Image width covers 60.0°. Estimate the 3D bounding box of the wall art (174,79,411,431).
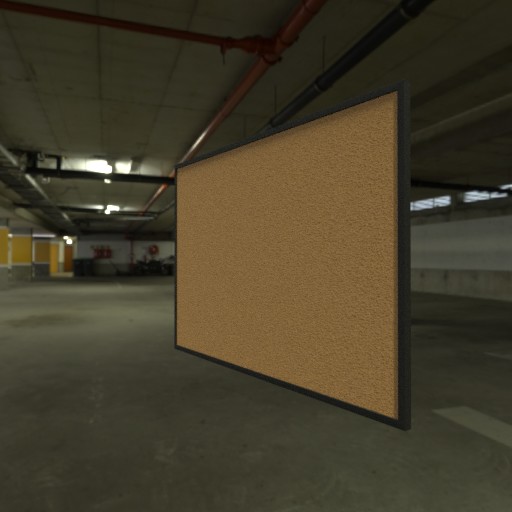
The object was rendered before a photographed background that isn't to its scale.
[{"bbox_3d":[0.000,0.000,0.846,0.013,0.458,0.664,0,-1,-37],"label":"wall art"}]
